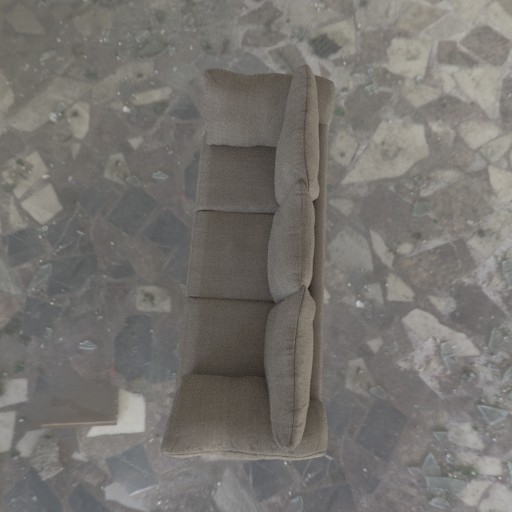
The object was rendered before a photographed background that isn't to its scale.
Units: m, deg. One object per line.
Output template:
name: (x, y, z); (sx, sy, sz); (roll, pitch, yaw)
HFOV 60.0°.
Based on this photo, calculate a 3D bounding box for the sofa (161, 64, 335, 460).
sofa: (0.000, 0.000, 2.828); (0.878, 0.996, 2.334); (4, 75, 1)
